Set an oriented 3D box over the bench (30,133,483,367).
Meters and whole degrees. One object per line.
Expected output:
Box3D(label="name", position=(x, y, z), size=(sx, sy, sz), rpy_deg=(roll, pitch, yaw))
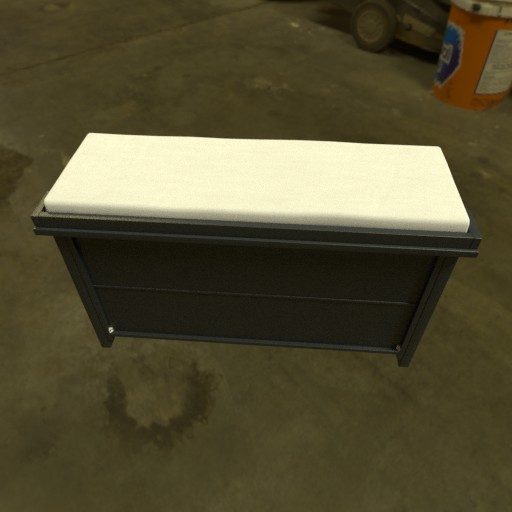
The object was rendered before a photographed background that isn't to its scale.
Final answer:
Box3D(label="bench", position=(0.000, 0.000, 1.238), size=(0.973, 0.561, 0.345), rpy_deg=(3, 45, 3))
